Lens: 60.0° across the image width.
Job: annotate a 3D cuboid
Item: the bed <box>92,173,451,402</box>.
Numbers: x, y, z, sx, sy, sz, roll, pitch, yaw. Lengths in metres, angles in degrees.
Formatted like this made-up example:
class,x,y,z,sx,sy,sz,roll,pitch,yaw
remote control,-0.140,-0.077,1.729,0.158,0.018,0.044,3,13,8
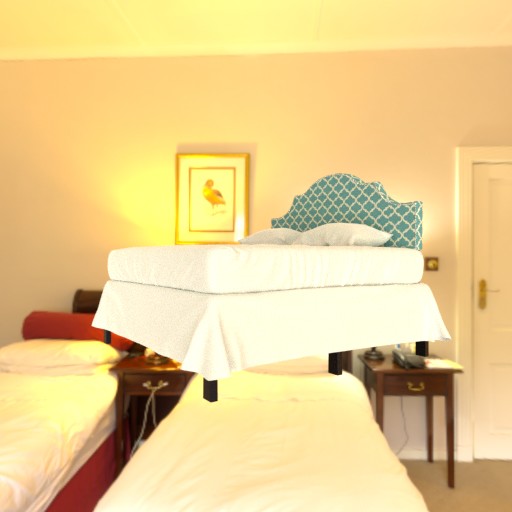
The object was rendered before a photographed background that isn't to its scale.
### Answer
class,x,y,z,sx,sy,sz,roll,pitch,yaw
bed,0.000,0.000,3.805,2.222,1.601,2.314,0,0,-35
